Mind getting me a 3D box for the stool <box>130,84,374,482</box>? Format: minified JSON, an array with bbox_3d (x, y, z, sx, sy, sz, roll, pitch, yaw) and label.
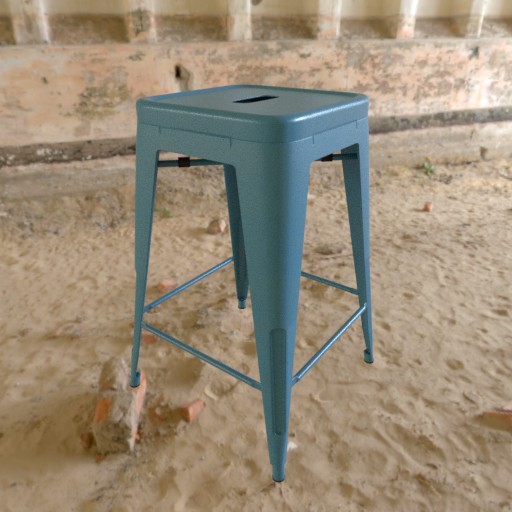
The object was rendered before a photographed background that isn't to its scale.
[{"bbox_3d":[0.000,0.000,0.890,0.410,0.608,0.410,19,32,32],"label":"stool"}]
